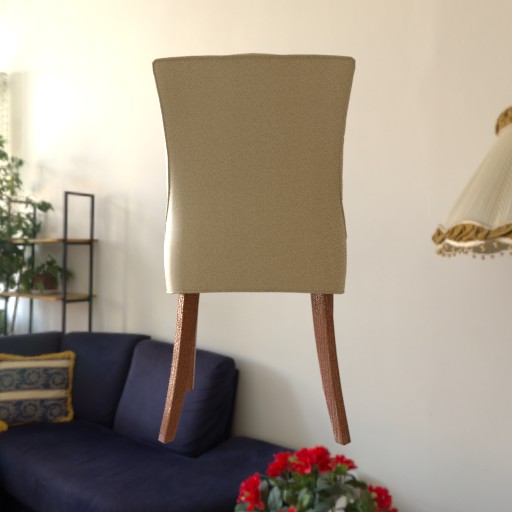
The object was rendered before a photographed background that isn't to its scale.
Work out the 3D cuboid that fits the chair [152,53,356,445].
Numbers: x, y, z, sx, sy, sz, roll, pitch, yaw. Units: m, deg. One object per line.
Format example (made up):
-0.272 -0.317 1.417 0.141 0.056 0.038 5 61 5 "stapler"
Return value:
0.000 0.000 1.206 0.509 0.874 0.565 0 0 1 "chair"
